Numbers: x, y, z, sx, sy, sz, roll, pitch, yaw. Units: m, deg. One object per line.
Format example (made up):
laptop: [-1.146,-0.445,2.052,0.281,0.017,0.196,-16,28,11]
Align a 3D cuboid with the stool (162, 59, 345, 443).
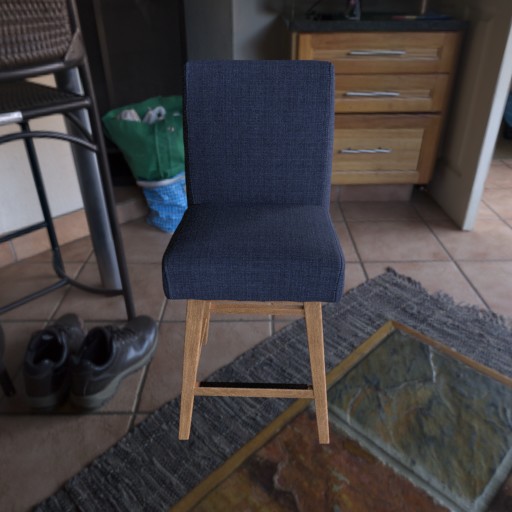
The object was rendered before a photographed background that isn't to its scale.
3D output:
stool: [0.000,0.000,1.306,0.459,1.010,0.526,1,31,2]
